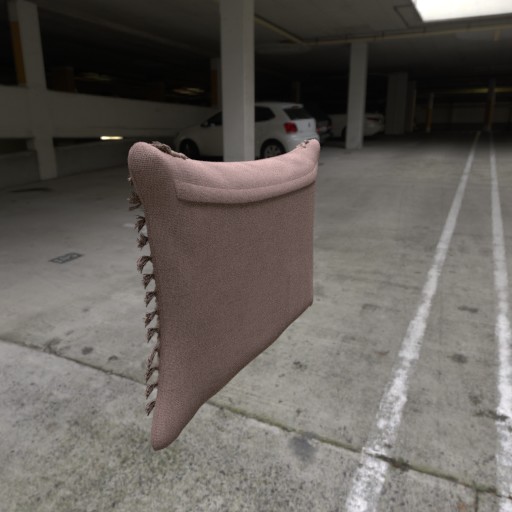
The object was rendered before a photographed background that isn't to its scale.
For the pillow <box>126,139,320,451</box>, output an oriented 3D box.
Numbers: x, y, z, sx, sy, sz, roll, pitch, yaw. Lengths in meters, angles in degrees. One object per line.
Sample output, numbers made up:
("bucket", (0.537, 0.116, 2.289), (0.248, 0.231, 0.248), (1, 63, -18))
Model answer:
("pillow", (0.000, 0.000, 0.597), (0.084, 0.305, 0.466), (7, 17, 25))
